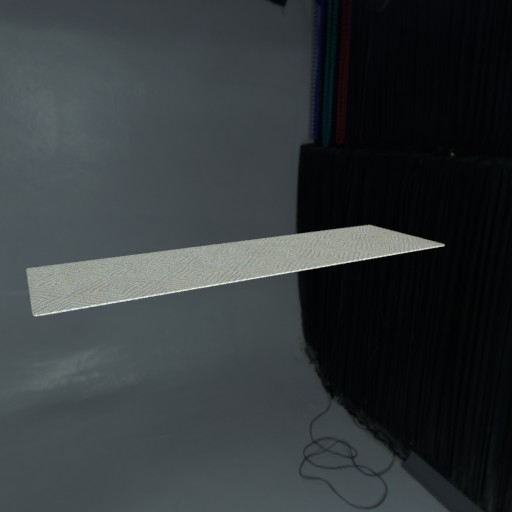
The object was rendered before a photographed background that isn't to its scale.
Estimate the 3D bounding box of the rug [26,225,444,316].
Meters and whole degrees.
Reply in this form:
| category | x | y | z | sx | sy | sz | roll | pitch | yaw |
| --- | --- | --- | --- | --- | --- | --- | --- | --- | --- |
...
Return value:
| category | x | y | z | sx | sy | sz | roll | pitch | yaw |
| --- | --- | --- | --- | --- | --- | --- | --- | --- | --- |
| rug | 0.000 | 0.000 | 2.477 | 2.277 | 0.008 | 0.676 | -8 | 18 | -27 |
